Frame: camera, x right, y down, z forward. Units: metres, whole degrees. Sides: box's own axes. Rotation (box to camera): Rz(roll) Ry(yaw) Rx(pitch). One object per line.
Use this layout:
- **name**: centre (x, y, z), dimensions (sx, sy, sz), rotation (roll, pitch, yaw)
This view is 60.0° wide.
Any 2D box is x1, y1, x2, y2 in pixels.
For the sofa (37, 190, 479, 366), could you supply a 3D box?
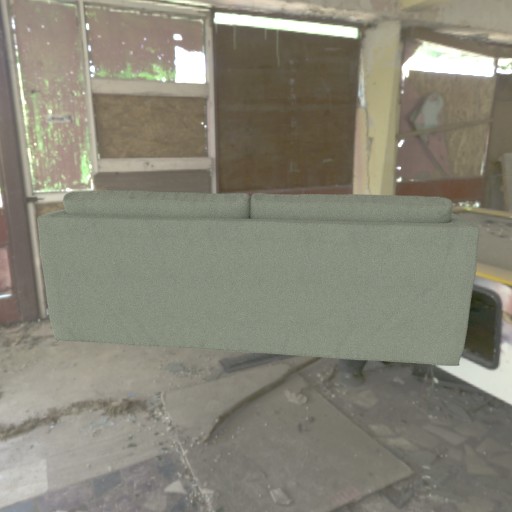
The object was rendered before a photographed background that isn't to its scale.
- **sofa**: centre (0.000, 0.000, 2.763), dimensions (2.312, 0.853, 0.962), rotation (2, 15, 8)
